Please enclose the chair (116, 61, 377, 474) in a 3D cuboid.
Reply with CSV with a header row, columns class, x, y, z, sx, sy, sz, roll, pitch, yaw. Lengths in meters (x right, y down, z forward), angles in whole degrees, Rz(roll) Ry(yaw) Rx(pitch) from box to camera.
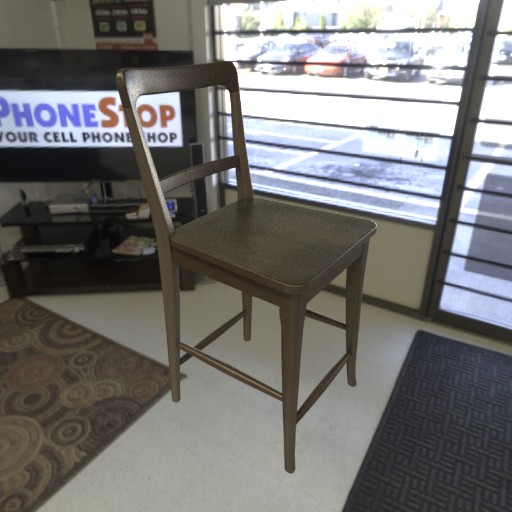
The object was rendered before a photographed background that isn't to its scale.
class,x,y,z,sx,sy,sz,roll,pitch,yaw
chair,0.000,0.000,1.264,0.546,0.991,0.450,18,32,31
